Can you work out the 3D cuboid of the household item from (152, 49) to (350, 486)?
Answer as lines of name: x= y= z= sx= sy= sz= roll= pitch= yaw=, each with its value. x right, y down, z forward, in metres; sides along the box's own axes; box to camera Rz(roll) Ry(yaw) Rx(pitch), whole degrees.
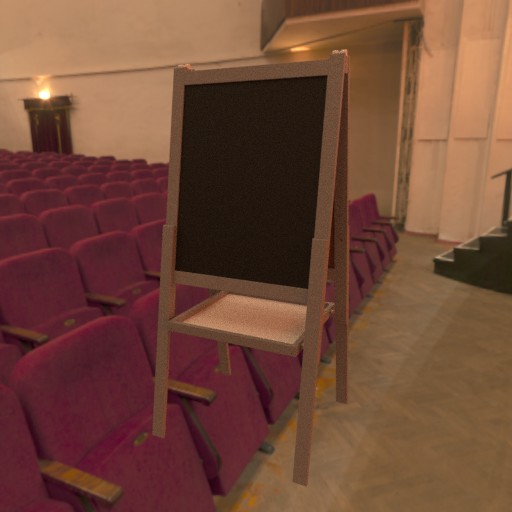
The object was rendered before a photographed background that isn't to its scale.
household item: x=0.000 y=0.000 z=1.413 sx=0.531 sy=1.172 sz=0.469 roll=6 pitch=15 yaw=25
